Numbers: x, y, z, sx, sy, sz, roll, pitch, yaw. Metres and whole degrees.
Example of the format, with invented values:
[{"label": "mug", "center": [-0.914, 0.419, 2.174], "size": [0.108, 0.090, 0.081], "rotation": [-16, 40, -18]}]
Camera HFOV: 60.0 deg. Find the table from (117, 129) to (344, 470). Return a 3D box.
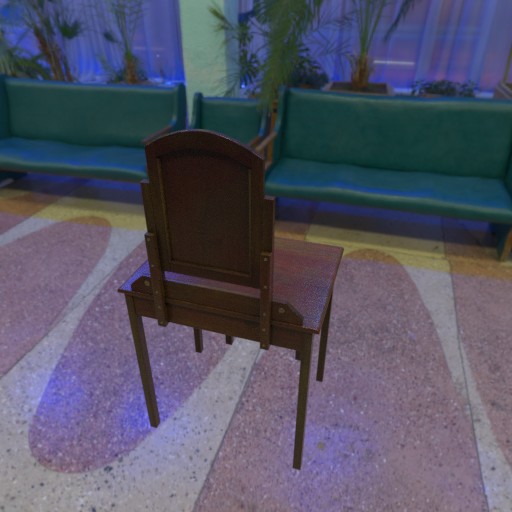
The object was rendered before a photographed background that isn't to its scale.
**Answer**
[{"label": "table", "center": [0.000, 0.000, 2.302], "size": [0.876, 1.631, 1.211], "rotation": [10, 34, 15]}]
